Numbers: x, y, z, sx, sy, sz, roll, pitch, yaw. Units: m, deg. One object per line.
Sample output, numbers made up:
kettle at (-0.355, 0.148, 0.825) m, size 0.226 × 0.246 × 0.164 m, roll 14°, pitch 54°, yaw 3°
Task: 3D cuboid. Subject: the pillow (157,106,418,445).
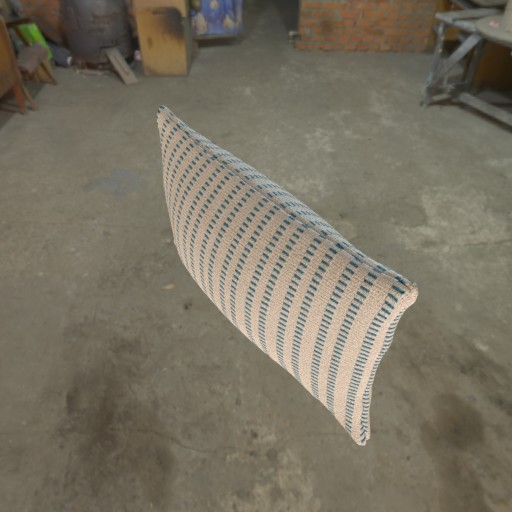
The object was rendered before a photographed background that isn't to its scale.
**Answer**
pillow at (0.000, 0.000, 0.802) m, size 0.210 × 0.353 × 0.640 m, roll -25°, pitch 47°, yaw -26°
